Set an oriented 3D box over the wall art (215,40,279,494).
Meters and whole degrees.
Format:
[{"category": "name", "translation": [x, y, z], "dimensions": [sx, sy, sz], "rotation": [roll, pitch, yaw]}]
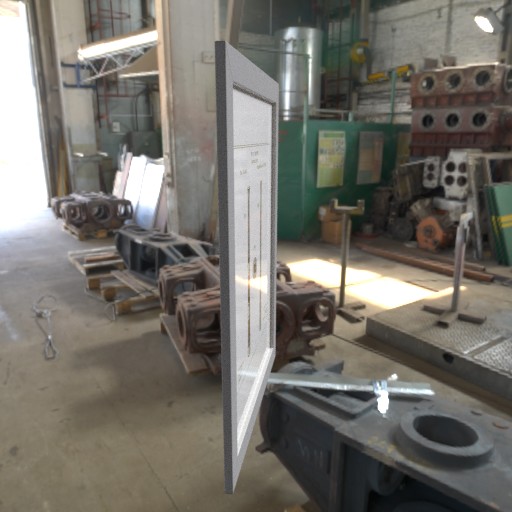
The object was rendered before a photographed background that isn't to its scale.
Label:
[{"category": "wall art", "translation": [0.000, 0.000, 0.673], "dimensions": [0.012, 0.529, 0.374], "rotation": [3, 15, 10]}]
